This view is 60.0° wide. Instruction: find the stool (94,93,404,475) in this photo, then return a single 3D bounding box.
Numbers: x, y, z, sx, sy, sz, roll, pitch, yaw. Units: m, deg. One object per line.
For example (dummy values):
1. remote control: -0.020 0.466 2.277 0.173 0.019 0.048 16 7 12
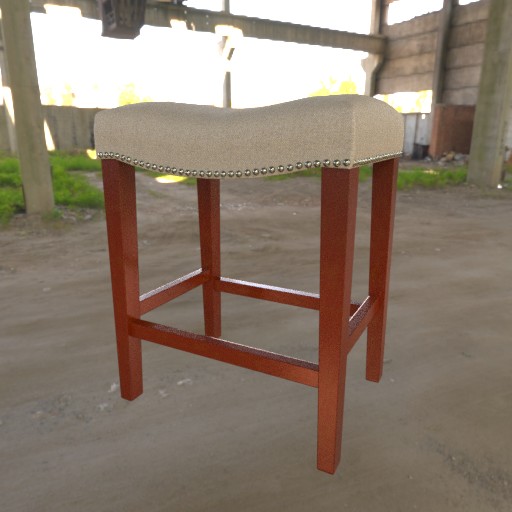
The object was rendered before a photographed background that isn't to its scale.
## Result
1. stool: 0.000 0.000 0.946 0.509 0.632 0.375 8 18 27
